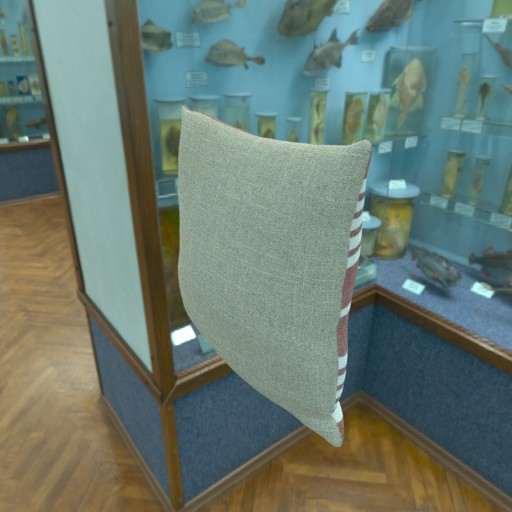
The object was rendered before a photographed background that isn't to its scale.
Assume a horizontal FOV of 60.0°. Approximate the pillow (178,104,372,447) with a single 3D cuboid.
[{"bbox_3d":[0.000,0.000,0.700,0.182,0.427,0.439,-17,31,-31],"label":"pillow"}]
